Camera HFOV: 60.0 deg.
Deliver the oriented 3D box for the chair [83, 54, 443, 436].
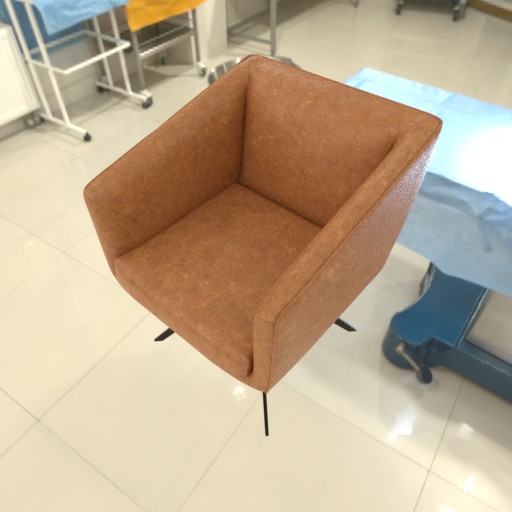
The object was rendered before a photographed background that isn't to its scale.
[{"bbox_3d":[0.000,0.000,1.209,0.588,0.760,0.625,32,54,27],"label":"chair"}]
